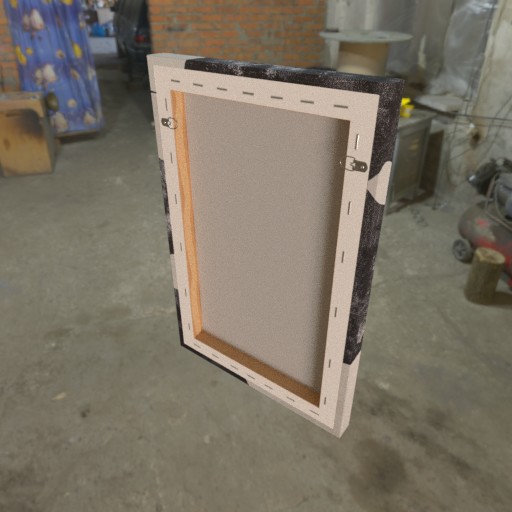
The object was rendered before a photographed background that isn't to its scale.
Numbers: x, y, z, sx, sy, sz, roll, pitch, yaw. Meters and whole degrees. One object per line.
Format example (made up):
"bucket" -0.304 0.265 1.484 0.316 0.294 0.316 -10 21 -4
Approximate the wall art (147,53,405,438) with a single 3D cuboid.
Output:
"wall art" 0.000 0.000 0.764 0.407 0.610 0.039 21 37 31
